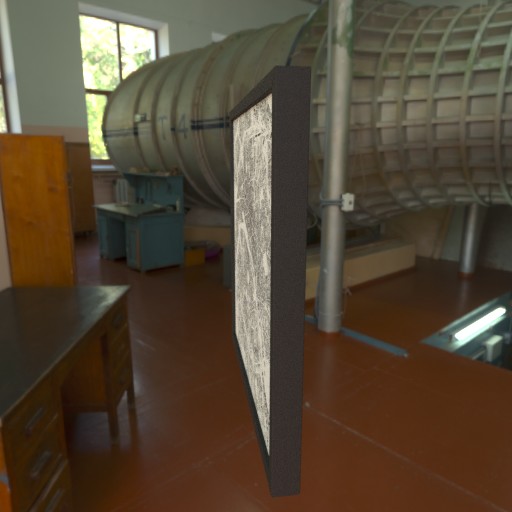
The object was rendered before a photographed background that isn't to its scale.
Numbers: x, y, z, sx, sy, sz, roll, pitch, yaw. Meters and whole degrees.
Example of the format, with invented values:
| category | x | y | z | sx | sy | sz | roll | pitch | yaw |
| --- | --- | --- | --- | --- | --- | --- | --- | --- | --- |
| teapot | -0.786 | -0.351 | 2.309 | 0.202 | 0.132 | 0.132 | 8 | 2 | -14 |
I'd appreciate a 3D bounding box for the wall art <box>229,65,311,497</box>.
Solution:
| category | x | y | z | sx | sy | sz | roll | pitch | yaw |
| --- | --- | --- | --- | --- | --- | --- | --- | --- | --- |
| wall art | 0.000 | 0.000 | 0.747 | 0.037 | 0.508 | 0.508 | -2 | 13 | -8 |
